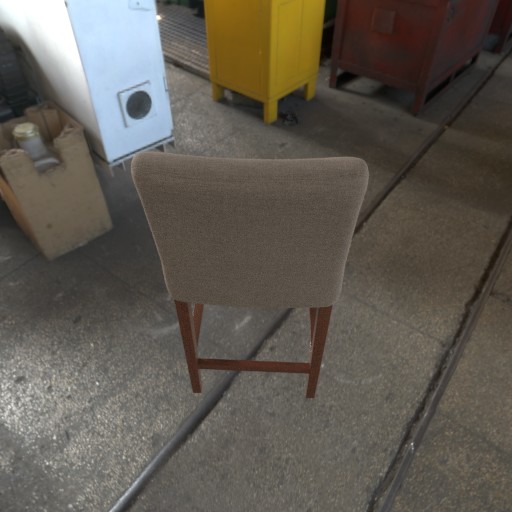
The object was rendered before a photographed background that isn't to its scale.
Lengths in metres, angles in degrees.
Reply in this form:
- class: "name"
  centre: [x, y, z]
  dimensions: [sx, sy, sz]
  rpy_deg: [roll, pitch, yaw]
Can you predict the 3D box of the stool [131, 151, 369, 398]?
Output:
- class: "stool"
  centre: [0.000, 0.000, 1.280]
  dimensions: [0.470, 0.981, 0.577]
  rpy_deg: [2, 46, 2]
